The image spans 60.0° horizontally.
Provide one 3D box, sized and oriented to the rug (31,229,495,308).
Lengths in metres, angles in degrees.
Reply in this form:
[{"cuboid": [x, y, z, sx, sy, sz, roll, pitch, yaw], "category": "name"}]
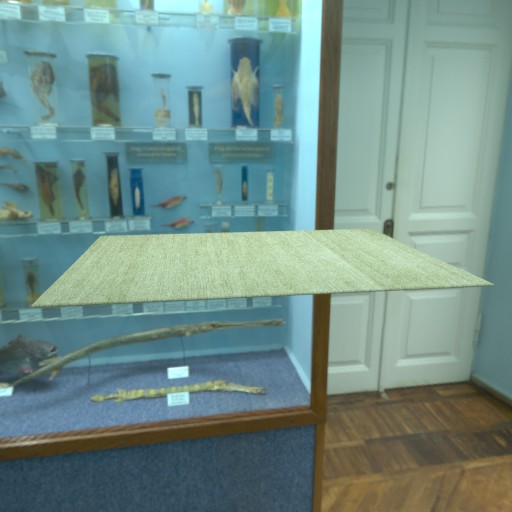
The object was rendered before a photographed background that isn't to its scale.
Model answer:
[{"cuboid": [0.000, 0.000, 2.907, 2.270, 0.017, 1.606, -2, 14, -8], "category": "rug"}]
